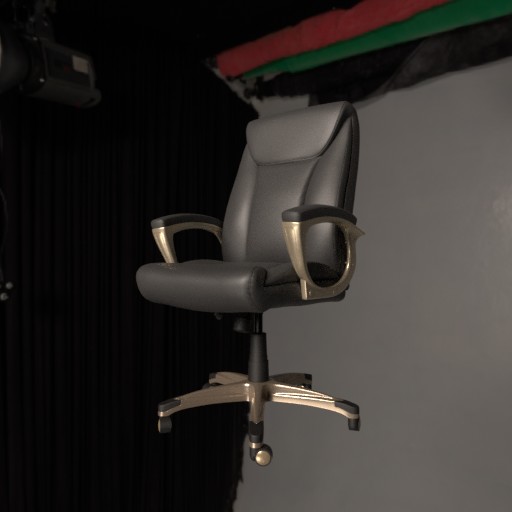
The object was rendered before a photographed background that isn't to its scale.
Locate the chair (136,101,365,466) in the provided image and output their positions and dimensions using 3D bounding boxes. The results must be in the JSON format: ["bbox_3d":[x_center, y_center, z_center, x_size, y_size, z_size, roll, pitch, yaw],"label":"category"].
[{"bbox_3d":[0.000,0.000,1.594,0.694,1.188,0.748,0,1,36],"label":"chair"}]
